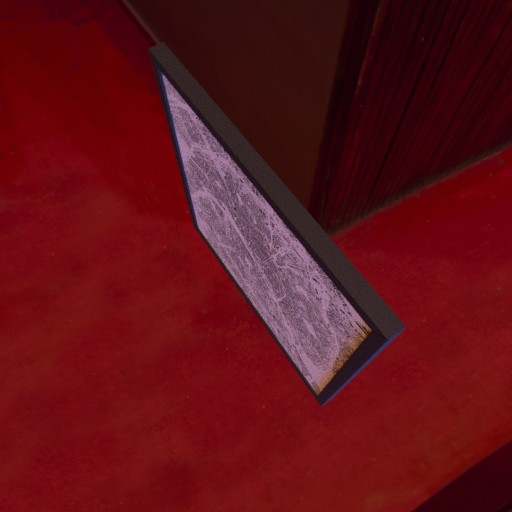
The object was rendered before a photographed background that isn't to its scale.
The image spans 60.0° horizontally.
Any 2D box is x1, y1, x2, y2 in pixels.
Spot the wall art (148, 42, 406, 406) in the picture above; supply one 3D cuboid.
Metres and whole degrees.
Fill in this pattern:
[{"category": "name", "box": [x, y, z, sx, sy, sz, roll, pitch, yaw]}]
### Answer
[{"category": "wall art", "box": [0.000, 0.000, 1.151, 0.037, 0.763, 0.763, -31, 68, -14]}]
